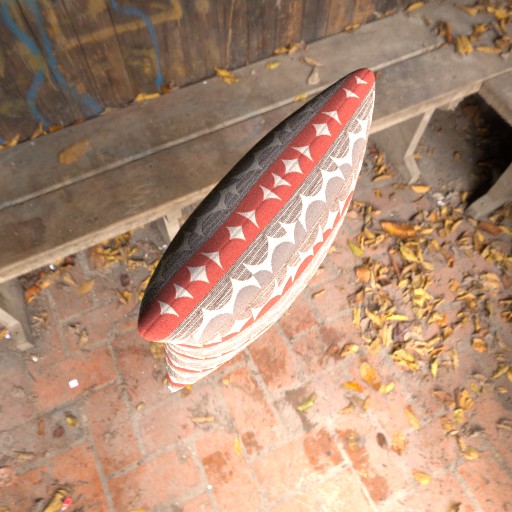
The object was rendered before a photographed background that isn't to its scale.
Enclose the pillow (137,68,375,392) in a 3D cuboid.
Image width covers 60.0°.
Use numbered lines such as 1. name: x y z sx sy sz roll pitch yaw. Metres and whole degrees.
1. pillow: 0.000 0.000 0.644 0.180 0.410 0.420 32 67 16
